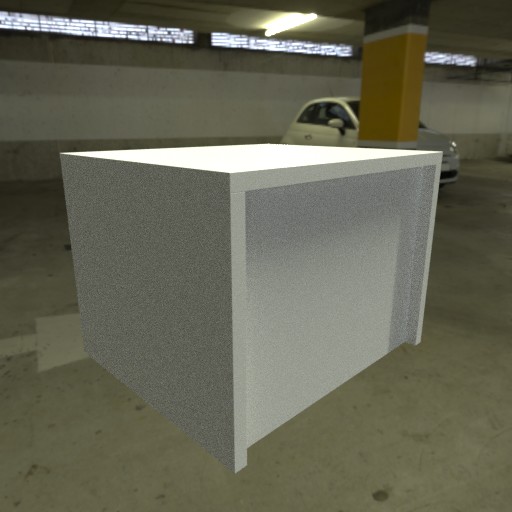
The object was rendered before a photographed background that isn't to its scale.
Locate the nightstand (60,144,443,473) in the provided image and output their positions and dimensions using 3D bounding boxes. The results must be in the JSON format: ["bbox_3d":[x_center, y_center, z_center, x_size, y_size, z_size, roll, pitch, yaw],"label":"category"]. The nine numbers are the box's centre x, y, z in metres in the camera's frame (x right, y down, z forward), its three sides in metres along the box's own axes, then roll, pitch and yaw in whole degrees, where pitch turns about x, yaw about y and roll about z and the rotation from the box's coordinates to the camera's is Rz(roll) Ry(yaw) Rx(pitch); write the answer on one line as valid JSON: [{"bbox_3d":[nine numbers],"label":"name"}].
[{"bbox_3d":[0.000,0.000,0.769,0.470,0.351,0.408,-16,23,-42],"label":"nightstand"}]
